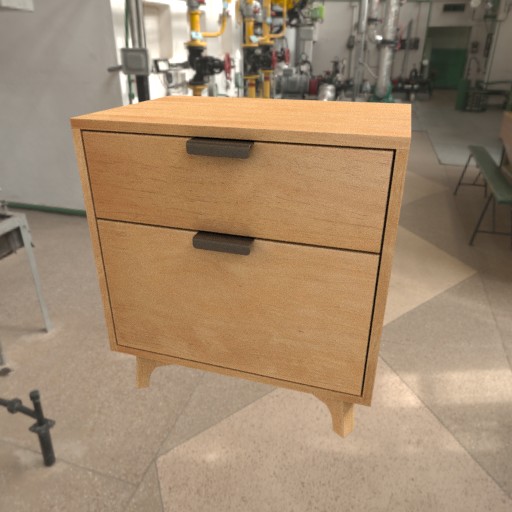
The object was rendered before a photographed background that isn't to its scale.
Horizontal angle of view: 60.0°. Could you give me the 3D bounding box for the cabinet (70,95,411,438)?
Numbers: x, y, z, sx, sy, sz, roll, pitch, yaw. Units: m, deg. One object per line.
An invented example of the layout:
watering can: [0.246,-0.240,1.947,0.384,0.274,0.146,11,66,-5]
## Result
cabinet: [0.000,0.000,0.956,0.551,0.599,0.394,8,27,16]
